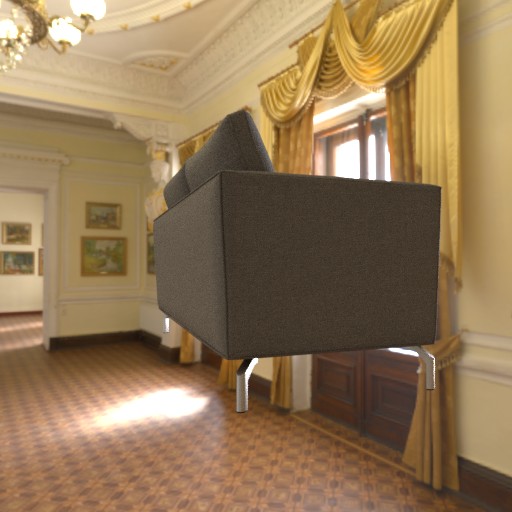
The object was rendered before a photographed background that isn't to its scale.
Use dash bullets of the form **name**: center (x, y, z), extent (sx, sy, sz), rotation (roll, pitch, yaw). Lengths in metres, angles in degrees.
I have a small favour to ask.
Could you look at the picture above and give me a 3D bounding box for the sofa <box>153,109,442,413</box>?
- **sofa**: center (0.000, 0.000, 2.110), extent (0.803, 0.924, 1.594), rotation (0, -1, -20)
